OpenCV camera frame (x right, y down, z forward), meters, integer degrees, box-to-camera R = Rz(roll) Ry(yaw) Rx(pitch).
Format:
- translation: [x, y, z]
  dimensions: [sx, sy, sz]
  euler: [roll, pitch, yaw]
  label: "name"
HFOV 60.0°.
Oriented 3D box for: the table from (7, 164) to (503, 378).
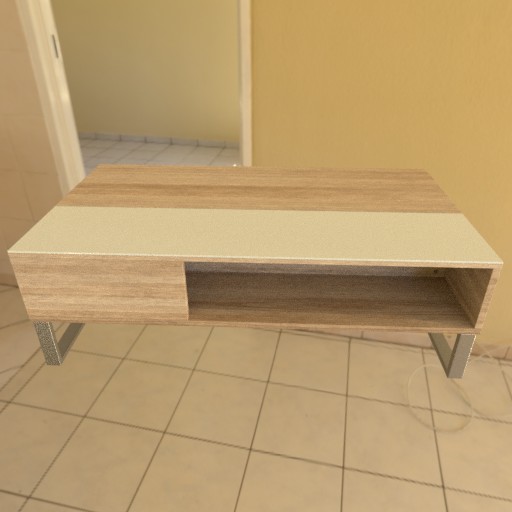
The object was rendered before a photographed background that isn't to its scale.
- translation: [0.000, 0.000, 1.327]
  dimensions: [1.100, 0.350, 0.600]
  euler: [1, 30, 2]
  label: "table"
